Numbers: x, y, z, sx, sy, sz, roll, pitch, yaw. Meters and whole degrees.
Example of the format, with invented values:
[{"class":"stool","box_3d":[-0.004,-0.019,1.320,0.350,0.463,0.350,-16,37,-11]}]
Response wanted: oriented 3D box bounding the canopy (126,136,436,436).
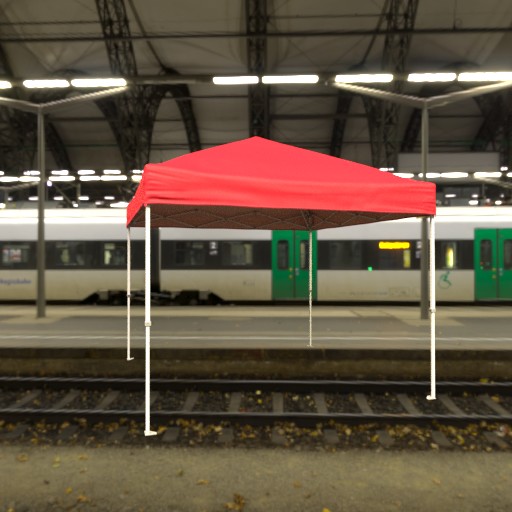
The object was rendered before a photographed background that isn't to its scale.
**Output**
[{"class":"canopy","box_3d":[0.000,0.000,5.562,2.998,2.997,2.996,0,0,-19]}]
